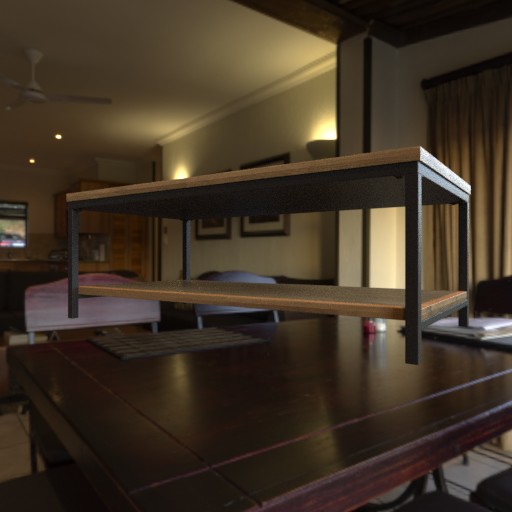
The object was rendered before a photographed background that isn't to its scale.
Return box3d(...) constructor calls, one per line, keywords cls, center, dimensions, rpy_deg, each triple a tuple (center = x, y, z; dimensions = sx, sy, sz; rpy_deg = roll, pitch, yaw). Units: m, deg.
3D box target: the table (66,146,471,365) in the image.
box3d(cls="table", center=(0.000, 0.000, 1.341), dimensions=(1.100, 0.399, 0.551), rpy_deg=(0, 0, 34))
